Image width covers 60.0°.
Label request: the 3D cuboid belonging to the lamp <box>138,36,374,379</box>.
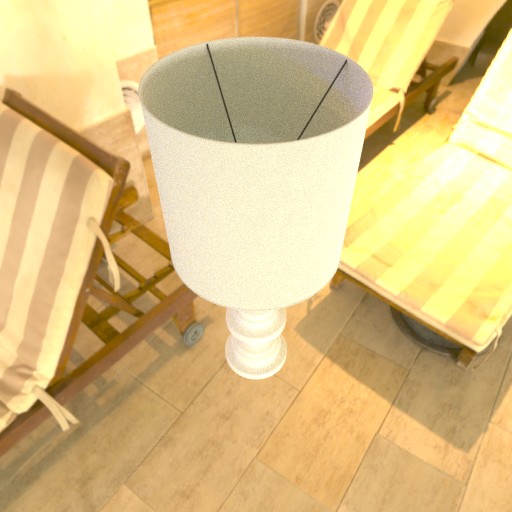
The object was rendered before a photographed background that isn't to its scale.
[{"bbox_3d":[0.000,0.000,0.563,0.208,0.455,0.208,32,54,27],"label":"lamp"}]
